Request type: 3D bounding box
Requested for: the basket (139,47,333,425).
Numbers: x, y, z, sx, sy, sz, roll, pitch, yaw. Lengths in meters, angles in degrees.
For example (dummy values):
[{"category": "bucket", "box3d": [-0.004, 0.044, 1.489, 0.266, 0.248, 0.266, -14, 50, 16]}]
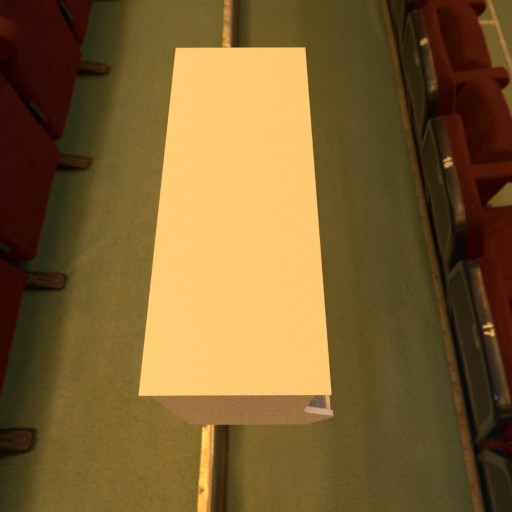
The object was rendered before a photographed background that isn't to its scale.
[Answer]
[{"category": "basket", "box3d": [0.000, 0.000, 1.158, 0.376, 0.625, 0.792, 0, 64, 0]}]
